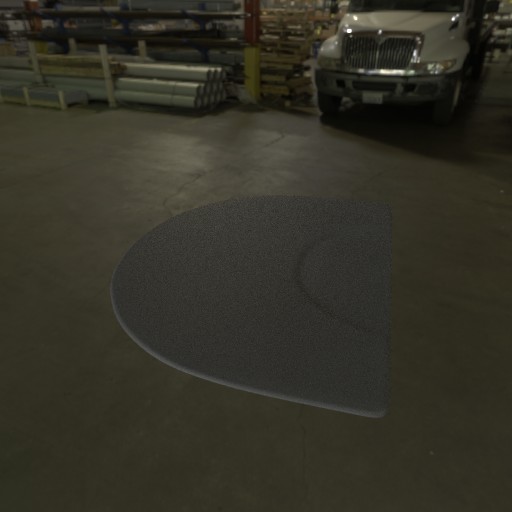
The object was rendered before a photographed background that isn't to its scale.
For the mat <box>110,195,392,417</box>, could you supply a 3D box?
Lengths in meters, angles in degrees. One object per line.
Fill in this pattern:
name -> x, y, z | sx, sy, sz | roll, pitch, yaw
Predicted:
mat -> 0.000, 0.000, 1.550 | 0.917, 0.016, 1.220 | 8, 30, 13
